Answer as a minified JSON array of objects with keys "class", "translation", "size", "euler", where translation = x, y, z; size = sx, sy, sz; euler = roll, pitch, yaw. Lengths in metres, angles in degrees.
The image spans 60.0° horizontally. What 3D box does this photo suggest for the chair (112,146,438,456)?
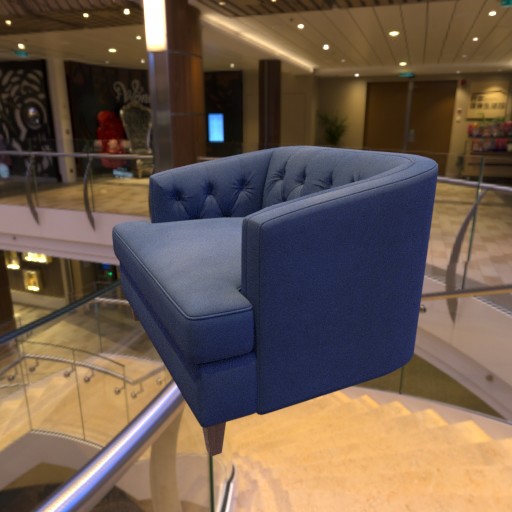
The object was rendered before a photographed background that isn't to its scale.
[{"class":"chair","translation":[0.000,0.000,1.726],"size":[0.914,0.787,1.118],"euler":[-8,19,-25]}]
